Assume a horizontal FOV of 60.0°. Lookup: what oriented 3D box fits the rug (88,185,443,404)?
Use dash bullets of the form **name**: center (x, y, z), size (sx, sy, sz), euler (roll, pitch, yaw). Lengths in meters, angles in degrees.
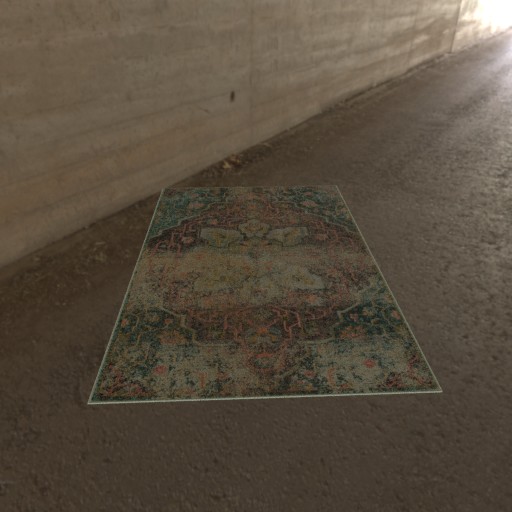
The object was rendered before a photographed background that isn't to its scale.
- **rug**: center (0.000, 0.000, 2.895), size (1.566, 0.004, 2.363), euler (-1, 31, -1)
